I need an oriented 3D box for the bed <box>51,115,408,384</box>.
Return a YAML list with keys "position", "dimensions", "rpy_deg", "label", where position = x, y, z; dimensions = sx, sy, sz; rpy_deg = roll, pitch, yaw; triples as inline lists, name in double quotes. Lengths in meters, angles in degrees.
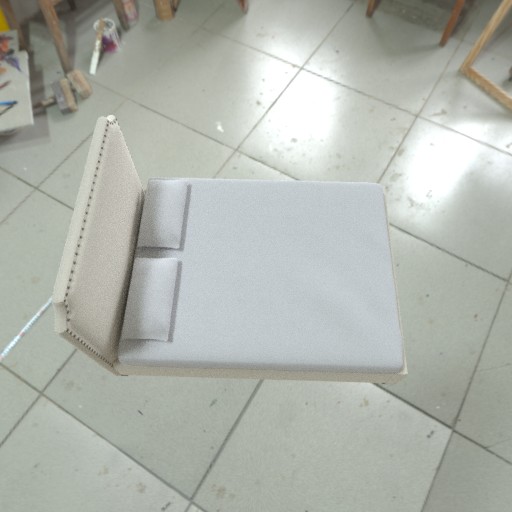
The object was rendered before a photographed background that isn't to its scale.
- position: [0.000, 0.000, 3.499]
  dimensions: [2.372, 1.497, 1.712]
  rpy_deg: [2, 63, 1]
  label: "bed"
